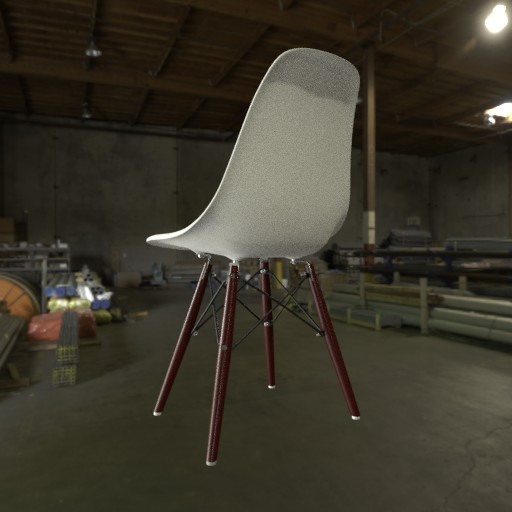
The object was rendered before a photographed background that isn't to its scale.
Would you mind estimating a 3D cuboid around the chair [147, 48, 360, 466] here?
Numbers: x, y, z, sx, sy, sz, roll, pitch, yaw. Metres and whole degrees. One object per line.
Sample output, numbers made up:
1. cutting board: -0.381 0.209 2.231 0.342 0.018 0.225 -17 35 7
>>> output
1. chair: 0.000 0.000 1.120 0.470 0.826 0.533 -1 1 -37
